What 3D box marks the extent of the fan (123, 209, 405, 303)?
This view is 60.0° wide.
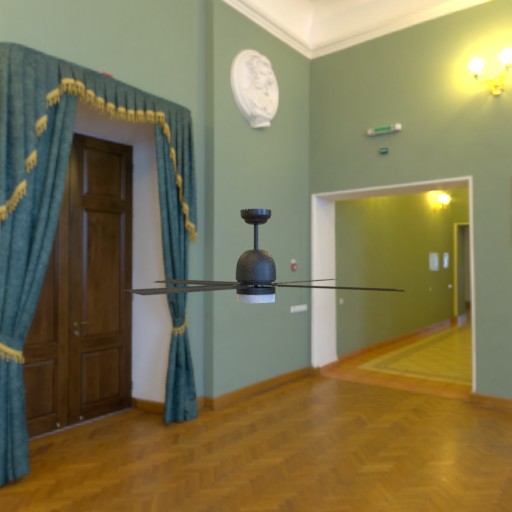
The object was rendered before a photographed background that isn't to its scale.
[{"bbox_3d":[0.000,0.000,1.995,1.319,0.410,1.319,-1,-1,37],"label":"fan"}]
